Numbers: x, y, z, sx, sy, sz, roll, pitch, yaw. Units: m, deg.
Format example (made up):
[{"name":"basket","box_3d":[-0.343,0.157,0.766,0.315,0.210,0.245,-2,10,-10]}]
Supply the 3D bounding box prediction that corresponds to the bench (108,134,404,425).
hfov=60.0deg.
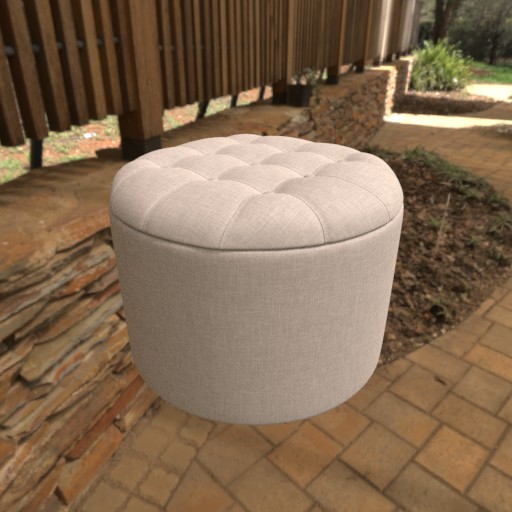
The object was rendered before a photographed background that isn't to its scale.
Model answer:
[{"name":"bench","box_3d":[0.000,0.000,1.002,0.600,0.453,0.600,0,27,0]}]
